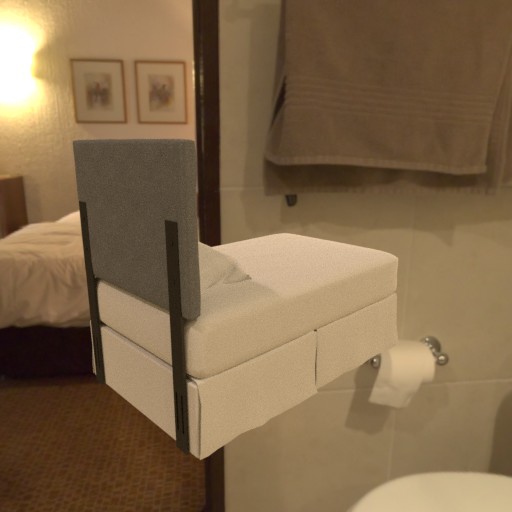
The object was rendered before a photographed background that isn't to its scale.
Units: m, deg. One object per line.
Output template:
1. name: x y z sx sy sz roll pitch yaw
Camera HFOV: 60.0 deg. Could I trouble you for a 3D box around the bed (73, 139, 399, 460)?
1. bed: 0.000 0.000 3.097 1.997 1.571 1.261 -14 20 -42
